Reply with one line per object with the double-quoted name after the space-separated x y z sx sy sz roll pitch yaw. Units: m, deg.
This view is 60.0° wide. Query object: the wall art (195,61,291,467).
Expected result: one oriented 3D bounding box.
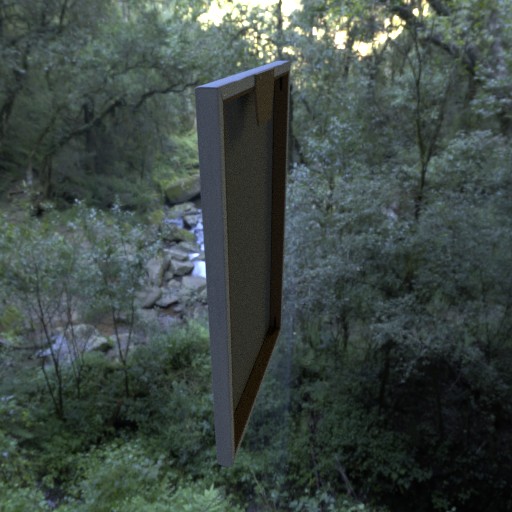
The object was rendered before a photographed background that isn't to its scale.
0.000 0.000 1.182 0.048 0.916 0.602 7 28 13 "wall art"
